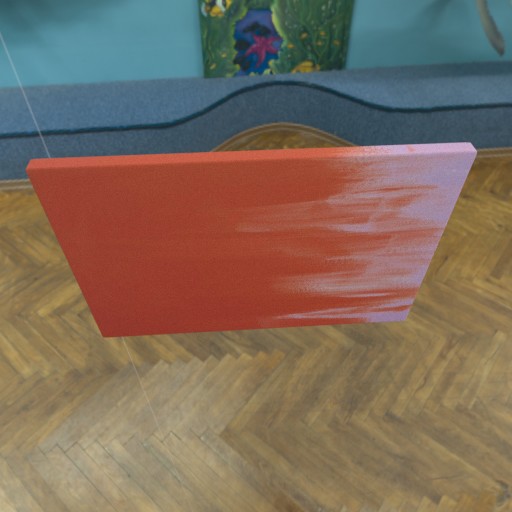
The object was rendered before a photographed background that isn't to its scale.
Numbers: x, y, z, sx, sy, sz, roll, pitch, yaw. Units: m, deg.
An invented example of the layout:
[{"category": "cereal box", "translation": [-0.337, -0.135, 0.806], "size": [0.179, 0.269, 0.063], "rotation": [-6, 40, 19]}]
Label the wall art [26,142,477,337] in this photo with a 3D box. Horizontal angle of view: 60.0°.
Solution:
[{"category": "wall art", "translation": [0.000, 0.000, 1.126], "size": [0.913, 0.609, 0.040], "rotation": [-3, 47, -3]}]
